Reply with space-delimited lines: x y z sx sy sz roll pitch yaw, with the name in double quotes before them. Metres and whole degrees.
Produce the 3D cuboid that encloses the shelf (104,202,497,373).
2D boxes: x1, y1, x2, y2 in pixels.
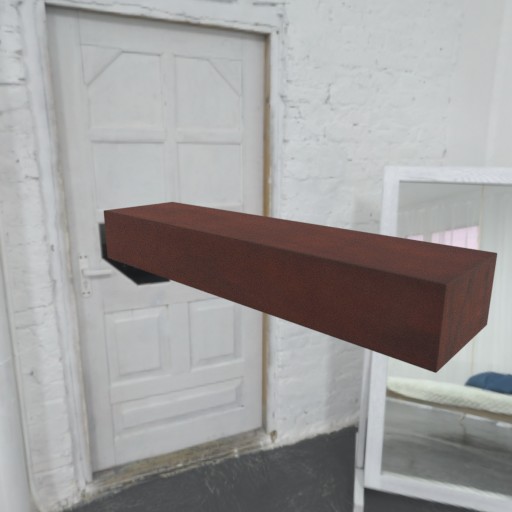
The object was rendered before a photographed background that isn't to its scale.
"shelf" 0.000 0.000 0.660 0.607 0.088 0.152 14 20 41
